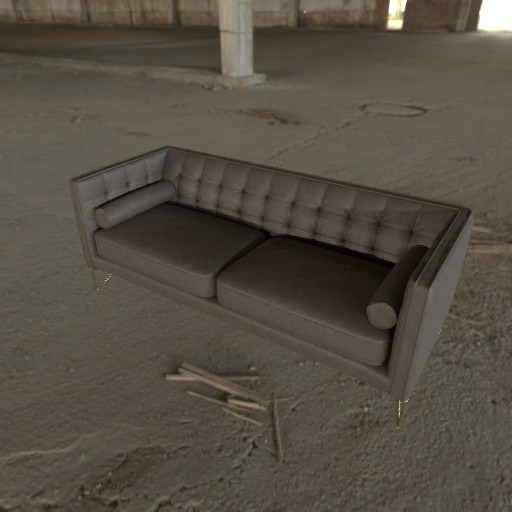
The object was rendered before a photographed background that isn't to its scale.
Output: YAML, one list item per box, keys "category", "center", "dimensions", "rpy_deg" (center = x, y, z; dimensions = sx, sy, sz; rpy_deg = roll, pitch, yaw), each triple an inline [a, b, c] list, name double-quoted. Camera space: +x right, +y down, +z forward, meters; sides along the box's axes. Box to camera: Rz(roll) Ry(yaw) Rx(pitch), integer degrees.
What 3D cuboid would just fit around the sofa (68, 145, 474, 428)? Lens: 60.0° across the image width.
- category: "sofa"
  center: [0.000, 0.000, 2.559]
  dimensions: [2.087, 0.789, 0.867]
  rpy_deg: [18, 34, 28]
